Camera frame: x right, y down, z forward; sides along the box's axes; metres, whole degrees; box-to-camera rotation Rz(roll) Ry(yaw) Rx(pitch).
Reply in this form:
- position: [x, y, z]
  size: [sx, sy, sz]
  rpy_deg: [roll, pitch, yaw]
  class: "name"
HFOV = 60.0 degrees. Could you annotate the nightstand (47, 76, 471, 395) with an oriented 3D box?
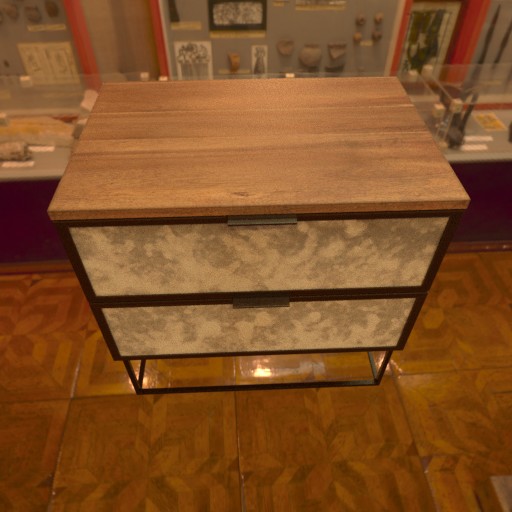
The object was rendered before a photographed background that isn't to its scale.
- position: [0.000, 0.000, 0.985]
  size: [0.605, 0.611, 0.427]
  rpy_deg: [-2, 46, -2]
  class: "nightstand"
